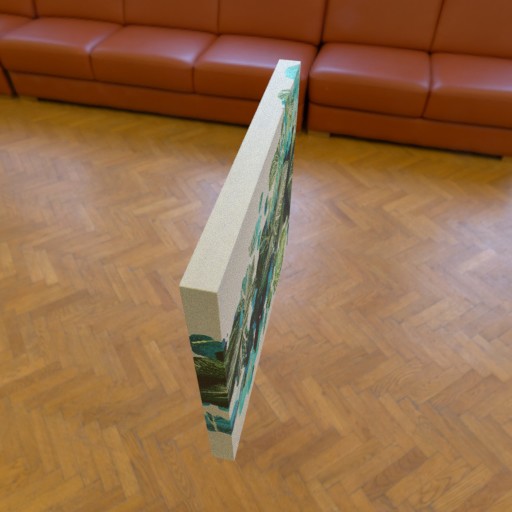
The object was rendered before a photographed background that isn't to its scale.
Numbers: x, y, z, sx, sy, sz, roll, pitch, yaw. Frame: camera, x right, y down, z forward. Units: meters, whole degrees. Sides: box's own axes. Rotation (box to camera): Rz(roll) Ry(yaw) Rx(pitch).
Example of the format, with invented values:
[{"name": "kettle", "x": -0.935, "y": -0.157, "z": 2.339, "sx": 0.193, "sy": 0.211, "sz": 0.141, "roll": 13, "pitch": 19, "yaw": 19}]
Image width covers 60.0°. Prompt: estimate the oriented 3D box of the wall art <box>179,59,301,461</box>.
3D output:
[{"name": "wall art", "x": 0.000, "y": 0.000, "z": 0.732, "sx": 0.041, "sy": 0.435, "sz": 0.507, "roll": 9, "pitch": 47, "yaw": 9}]
